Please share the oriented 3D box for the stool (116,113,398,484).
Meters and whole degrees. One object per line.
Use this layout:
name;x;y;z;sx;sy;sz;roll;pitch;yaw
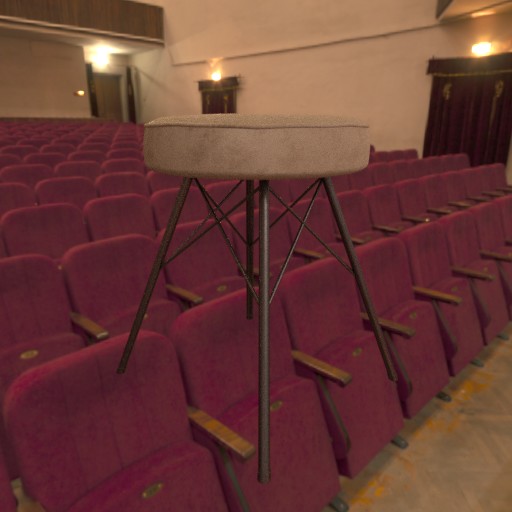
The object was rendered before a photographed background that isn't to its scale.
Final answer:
stool;0.000;0.000;0.888;0.457;0.538;0.423;16;23;43
